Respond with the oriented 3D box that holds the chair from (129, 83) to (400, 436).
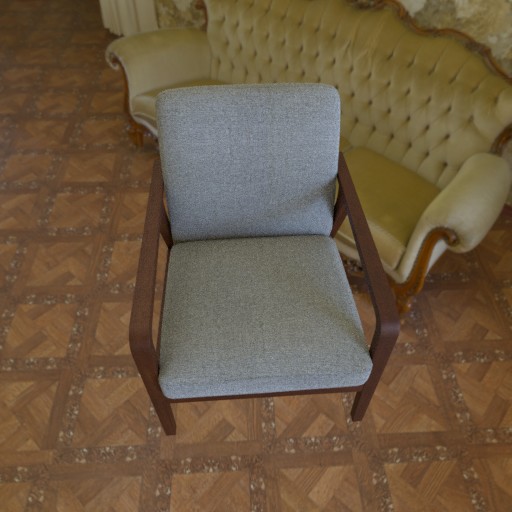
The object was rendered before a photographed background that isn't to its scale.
[{"bbox_3d":[0.000,0.000,1.479,0.704,0.847,0.858,-3,48,-3],"label":"chair"}]
